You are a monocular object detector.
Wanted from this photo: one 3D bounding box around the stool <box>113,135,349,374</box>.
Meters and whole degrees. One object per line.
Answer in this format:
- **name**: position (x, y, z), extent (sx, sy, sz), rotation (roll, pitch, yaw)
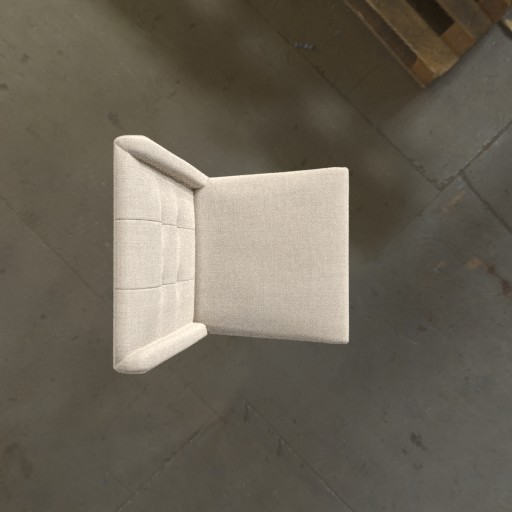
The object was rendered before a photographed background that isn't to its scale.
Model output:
- **stool**: position (0.000, 0.000, 1.350), extent (0.509, 1.116, 0.474), rotation (0, 90, 1)
